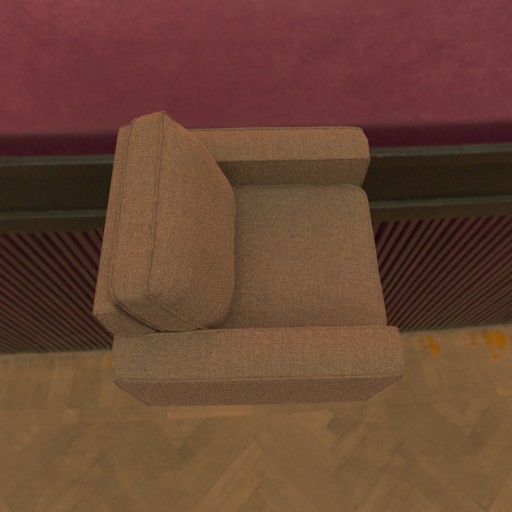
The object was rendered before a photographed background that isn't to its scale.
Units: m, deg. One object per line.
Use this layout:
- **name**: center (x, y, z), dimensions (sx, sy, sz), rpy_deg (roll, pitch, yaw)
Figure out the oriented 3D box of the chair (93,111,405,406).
- **chair**: center (0.000, 0.000, 1.703), dimensions (0.940, 0.914, 1.016), rpy_deg (-1, 64, -1)
